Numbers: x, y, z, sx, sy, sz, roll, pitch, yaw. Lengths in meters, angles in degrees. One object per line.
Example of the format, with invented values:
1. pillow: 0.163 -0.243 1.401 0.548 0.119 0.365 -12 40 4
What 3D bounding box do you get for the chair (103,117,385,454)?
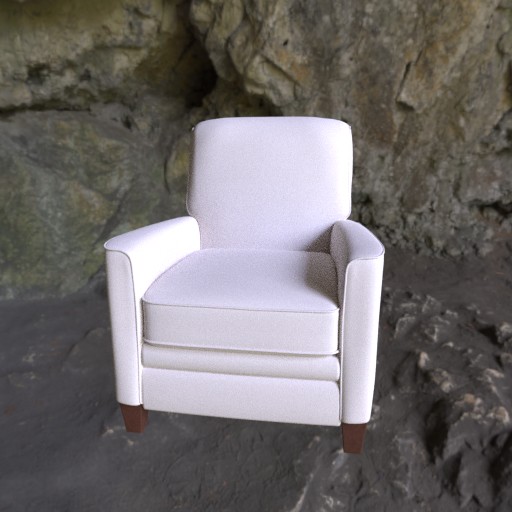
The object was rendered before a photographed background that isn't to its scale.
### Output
1. chair: 0.000 0.000 1.635 0.841 1.028 0.858 2 14 8
